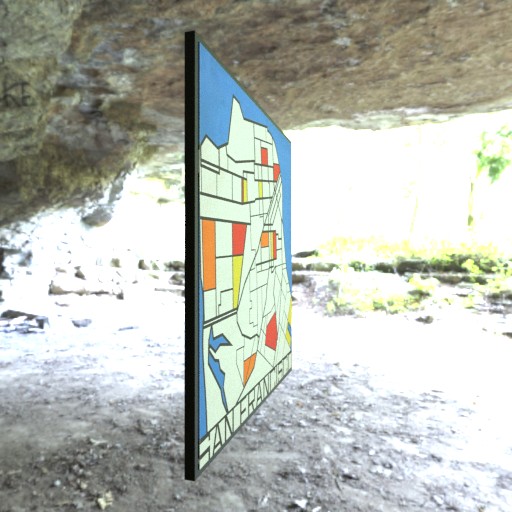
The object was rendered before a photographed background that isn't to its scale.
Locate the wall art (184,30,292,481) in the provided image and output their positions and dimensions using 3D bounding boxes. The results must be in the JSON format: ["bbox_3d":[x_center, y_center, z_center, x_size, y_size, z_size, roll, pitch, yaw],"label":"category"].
[{"bbox_3d":[0.000,0.000,0.670,0.013,0.457,0.458,0,0,17],"label":"wall art"}]
